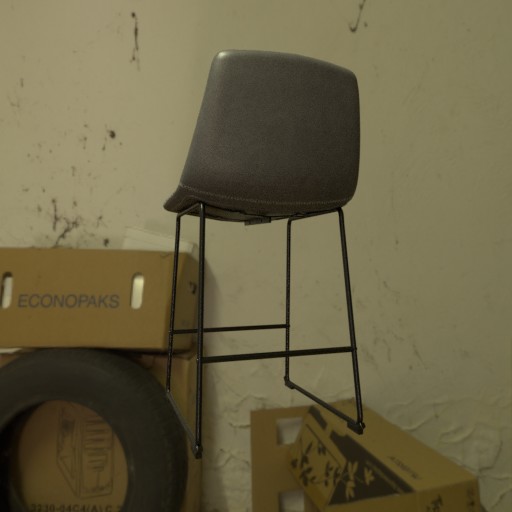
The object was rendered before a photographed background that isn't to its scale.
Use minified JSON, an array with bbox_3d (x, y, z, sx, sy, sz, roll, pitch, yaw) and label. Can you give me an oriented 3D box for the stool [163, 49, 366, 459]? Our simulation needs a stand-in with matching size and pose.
[{"bbox_3d":[0.000,0.000,1.206,0.470,0.876,0.546,0,-1,-19],"label":"stool"}]
